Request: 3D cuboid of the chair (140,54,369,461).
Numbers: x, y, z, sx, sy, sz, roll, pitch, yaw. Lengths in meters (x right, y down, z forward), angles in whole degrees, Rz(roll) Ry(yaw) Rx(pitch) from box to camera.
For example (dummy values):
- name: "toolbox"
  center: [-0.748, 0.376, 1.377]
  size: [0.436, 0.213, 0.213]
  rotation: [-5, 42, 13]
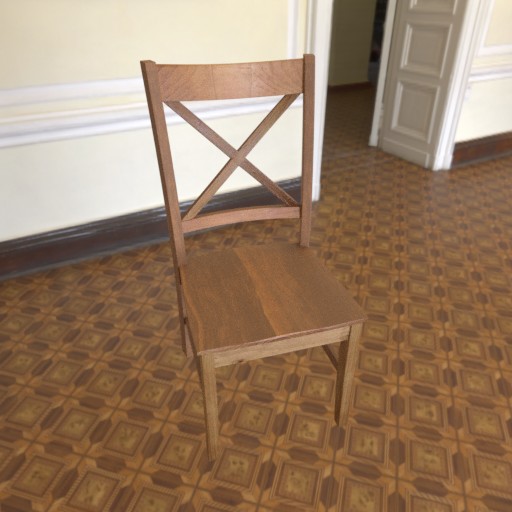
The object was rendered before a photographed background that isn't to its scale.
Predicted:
- name: "chair"
  center: [0.000, 0.000, 1.263]
  size: [0.485, 0.983, 0.542]
  rotation: [-9, 32, -14]
